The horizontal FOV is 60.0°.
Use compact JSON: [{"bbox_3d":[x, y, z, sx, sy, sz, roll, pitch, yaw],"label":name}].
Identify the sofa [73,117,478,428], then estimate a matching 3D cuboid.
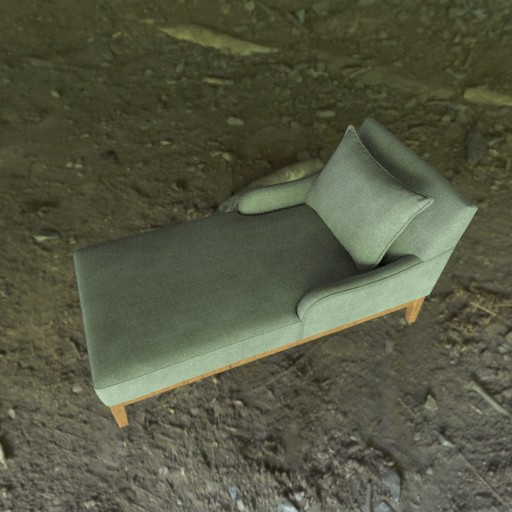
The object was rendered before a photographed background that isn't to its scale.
[{"bbox_3d":[0.000,0.000,2.290,1.779,0.859,0.894,-16,48,-15],"label":"sofa"}]
